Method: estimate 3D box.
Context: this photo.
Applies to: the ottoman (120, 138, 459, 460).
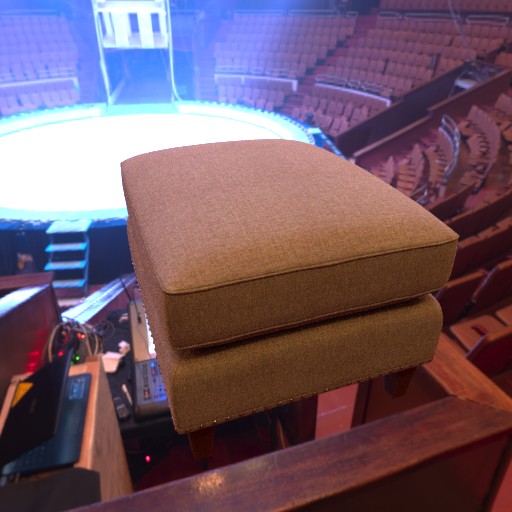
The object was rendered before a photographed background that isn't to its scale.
[{"bbox_3d":[0.000,0.000,1.135,0.584,0.513,0.741,-10,30,-18],"label":"ottoman"}]
